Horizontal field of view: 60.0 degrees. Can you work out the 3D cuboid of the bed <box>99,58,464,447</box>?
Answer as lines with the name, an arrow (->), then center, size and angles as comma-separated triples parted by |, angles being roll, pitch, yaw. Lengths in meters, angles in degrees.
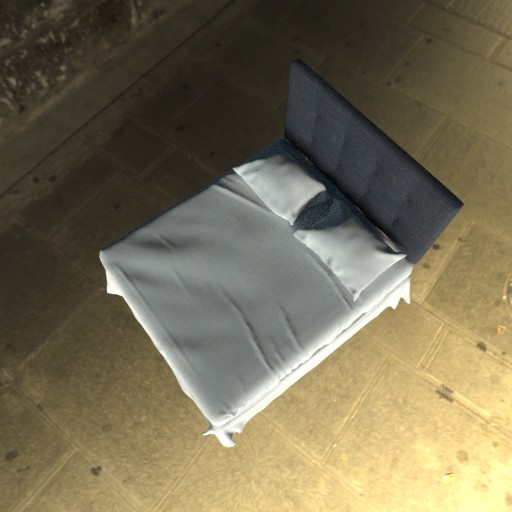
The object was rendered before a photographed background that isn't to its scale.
bed -> 0.000, 0.000, 3.462 | 2.222, 1.577, 1.936 | -35, 69, -15
